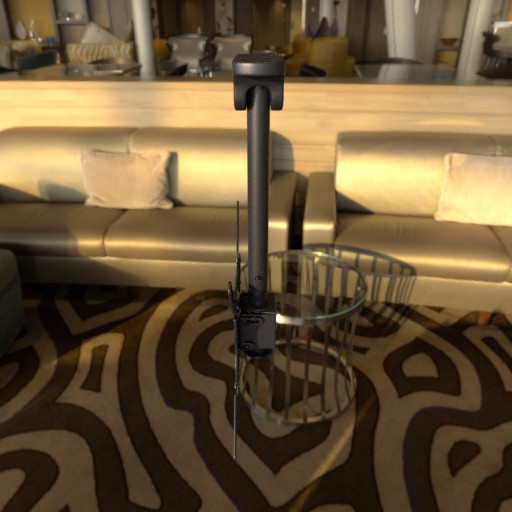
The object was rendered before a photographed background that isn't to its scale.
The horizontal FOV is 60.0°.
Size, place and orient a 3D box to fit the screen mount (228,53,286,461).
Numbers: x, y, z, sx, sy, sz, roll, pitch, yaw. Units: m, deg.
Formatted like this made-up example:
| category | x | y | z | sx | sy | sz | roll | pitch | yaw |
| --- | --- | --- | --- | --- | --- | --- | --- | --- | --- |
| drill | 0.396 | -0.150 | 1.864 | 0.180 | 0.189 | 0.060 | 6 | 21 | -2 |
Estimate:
| category | x | y | z | sx | sy | sz | roll | pitch | yaw |
| --- | --- | --- | --- | --- | --- | --- | --- | --- | --- |
| screen mount | 0.000 | 0.000 | 0.888 | 0.090 | 0.729 | 0.393 | 0 | 27 | 0 |
